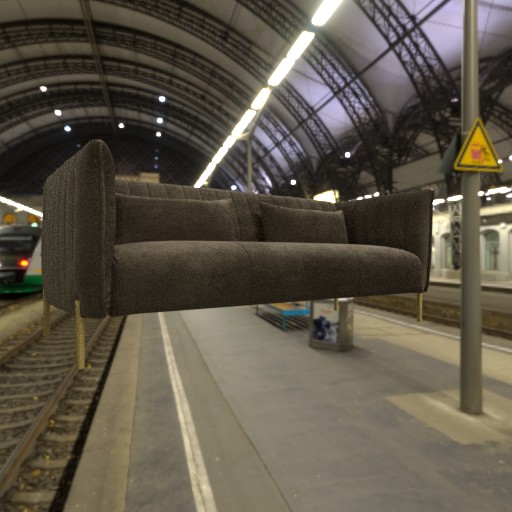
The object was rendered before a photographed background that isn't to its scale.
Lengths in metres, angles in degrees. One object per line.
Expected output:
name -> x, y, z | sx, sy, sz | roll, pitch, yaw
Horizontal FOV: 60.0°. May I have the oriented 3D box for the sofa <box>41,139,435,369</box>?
sofa -> 0.000, 0.000, 2.337 | 1.980, 0.780, 0.876 | 0, 0, -35
